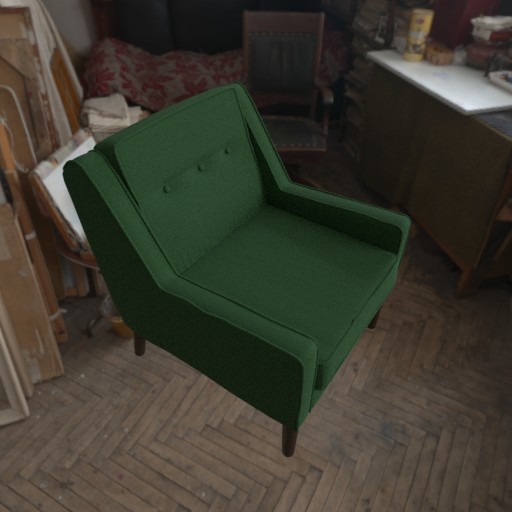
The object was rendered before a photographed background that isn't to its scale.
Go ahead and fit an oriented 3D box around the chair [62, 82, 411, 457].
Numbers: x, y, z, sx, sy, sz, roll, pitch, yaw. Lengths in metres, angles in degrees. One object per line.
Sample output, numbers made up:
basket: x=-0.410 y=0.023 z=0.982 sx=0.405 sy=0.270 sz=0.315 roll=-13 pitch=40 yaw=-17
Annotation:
chair: x=0.000 y=0.000 z=1.342 sx=0.743 sy=0.792 sz=0.663 roll=25 pitch=46 yaw=26
